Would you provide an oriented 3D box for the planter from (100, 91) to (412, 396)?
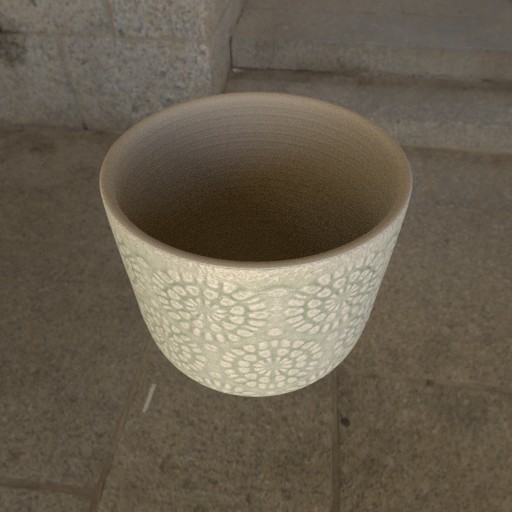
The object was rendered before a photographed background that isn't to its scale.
[{"bbox_3d":[0.000,0.000,0.299,0.169,0.153,0.169,0,45,0],"label":"planter"}]
